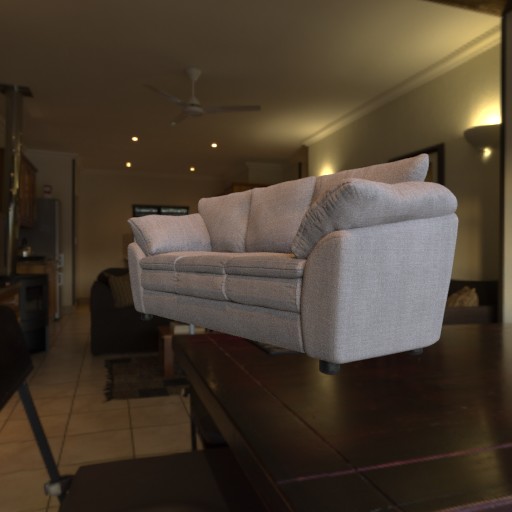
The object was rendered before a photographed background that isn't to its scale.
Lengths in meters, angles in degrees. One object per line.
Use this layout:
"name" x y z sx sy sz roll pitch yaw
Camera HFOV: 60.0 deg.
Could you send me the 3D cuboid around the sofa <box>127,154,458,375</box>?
"sofa" 0.000 0.000 2.840 0.878 0.996 2.334 0 0 -37
